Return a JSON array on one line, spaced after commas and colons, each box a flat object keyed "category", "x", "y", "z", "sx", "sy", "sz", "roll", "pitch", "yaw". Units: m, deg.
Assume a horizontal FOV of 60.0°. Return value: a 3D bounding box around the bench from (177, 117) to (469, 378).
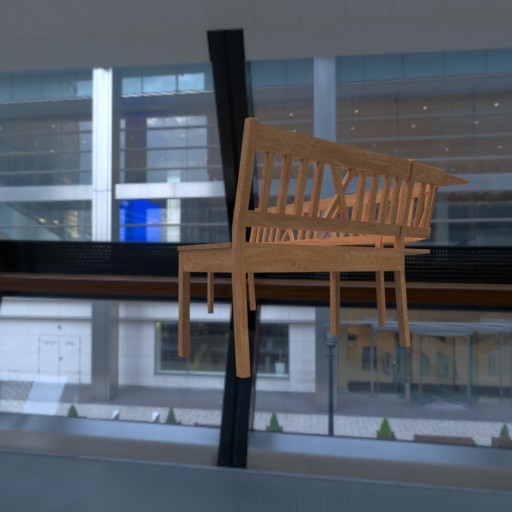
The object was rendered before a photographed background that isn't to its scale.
[{"category": "bench", "x": 0.000, "y": 0.000, "z": 2.743, "sx": 1.537, "sy": 0.902, "sz": 1.937, "roll": 1, "pitch": -2, "yaw": -38}]
